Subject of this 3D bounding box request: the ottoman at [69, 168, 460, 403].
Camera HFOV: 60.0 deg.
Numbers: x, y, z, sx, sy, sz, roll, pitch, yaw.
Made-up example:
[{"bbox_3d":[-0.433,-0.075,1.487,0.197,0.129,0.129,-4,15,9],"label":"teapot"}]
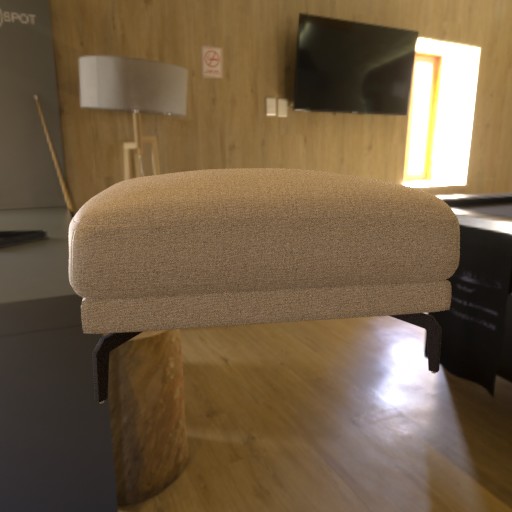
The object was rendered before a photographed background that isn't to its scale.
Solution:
[{"bbox_3d":[0.000,0.000,1.088,0.772,0.420,0.568,-2,14,-9],"label":"ottoman"}]
